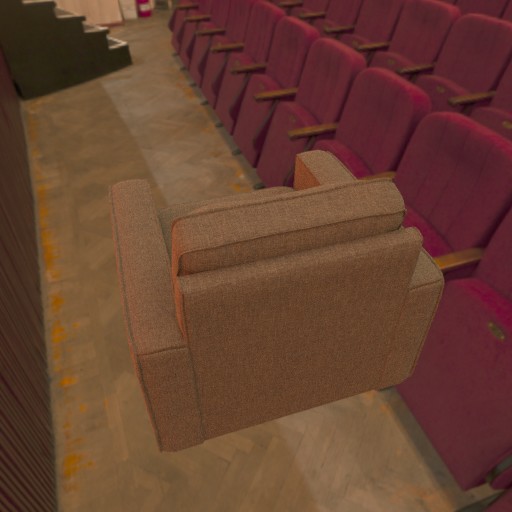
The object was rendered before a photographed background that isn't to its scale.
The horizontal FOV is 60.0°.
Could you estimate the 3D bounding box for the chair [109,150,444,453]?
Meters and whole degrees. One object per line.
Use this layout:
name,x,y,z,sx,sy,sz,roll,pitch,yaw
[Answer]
chair,0.000,0.000,1.706,1.016,0.914,0.940,-12,42,-14
